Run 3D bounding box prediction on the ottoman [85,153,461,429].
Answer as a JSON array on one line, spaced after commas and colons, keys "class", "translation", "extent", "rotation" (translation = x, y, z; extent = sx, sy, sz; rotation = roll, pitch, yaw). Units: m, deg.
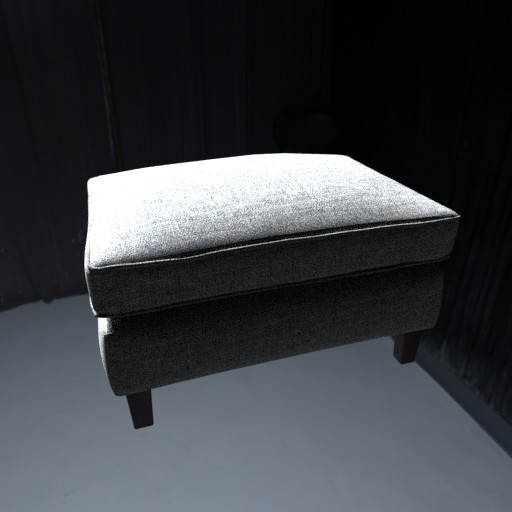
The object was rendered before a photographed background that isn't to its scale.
[{"class": "ottoman", "translation": [0.000, 0.000, 0.993], "extent": [0.686, 0.406, 0.508], "rotation": [-8, 28, -16]}]
